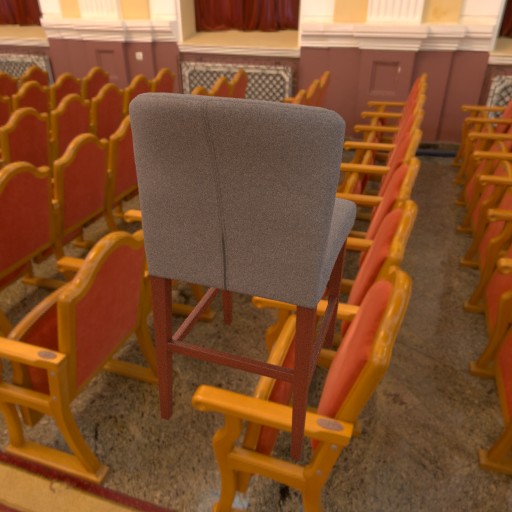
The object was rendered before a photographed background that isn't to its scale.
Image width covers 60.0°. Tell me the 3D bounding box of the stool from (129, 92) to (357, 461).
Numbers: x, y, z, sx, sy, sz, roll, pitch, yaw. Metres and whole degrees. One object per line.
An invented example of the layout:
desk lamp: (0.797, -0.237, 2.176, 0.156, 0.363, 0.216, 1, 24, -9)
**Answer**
stool: (0.000, 0.000, 1.270, 0.481, 0.968, 0.568, 10, 32, 17)
